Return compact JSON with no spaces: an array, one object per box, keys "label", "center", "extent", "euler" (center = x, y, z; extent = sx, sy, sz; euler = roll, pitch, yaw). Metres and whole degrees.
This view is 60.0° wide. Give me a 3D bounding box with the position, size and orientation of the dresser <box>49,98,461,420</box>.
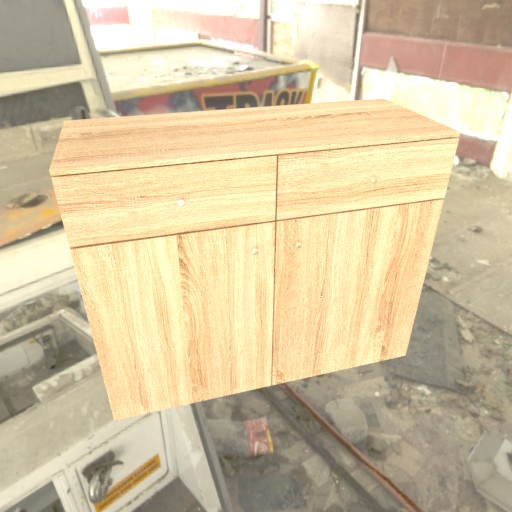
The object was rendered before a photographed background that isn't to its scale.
[{"label":"dresser","center":[0.000,0.000,1.547],"extent":[1.100,0.900,0.450],"euler":[-9,33,-13]}]
